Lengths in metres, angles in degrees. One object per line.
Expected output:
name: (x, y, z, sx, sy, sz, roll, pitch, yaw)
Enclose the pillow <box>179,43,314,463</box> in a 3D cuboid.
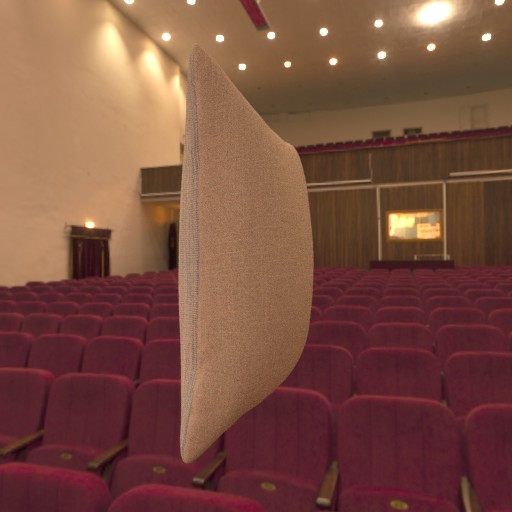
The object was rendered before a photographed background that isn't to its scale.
pillow: (0.000, 0.000, 0.768, 0.178, 0.506, 0.512, -1, -2, 18)
